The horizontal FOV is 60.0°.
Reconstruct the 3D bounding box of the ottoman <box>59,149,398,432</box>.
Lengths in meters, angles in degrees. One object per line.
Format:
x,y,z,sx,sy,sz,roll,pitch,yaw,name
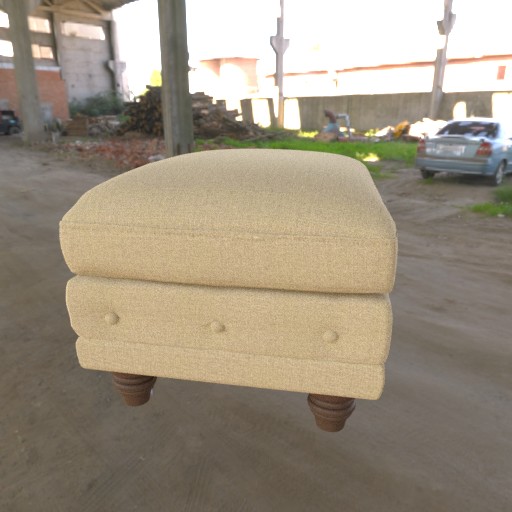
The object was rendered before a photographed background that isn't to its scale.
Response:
0.000,0.000,1.008,0.541,0.463,0.684,3,18,11,ottoman
